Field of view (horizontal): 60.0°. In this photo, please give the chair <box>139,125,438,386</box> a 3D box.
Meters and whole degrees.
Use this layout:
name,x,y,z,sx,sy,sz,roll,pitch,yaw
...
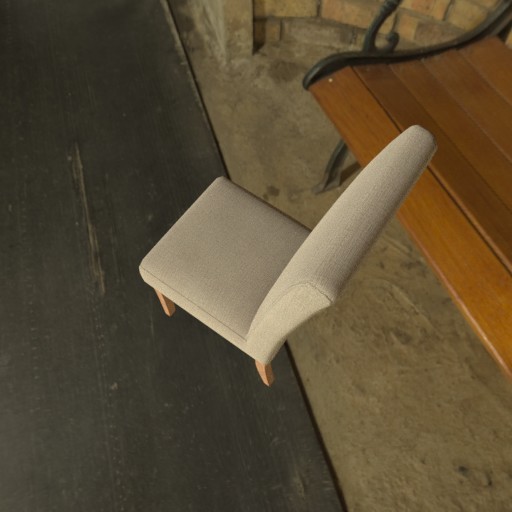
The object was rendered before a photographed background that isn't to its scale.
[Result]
name,x,y,z,sx,sy,sz,roll,pitch,yaw
chair,0.000,0.000,1.327,0.611,1.033,0.450,32,67,15
